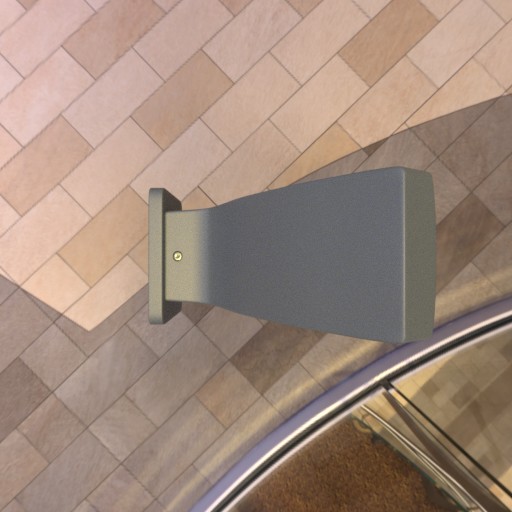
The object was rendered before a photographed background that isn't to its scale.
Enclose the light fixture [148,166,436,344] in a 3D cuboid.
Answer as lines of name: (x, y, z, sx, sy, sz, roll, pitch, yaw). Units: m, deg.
light fixture: (0.000, 0.000, 0.320, 0.174, 0.243, 0.108, 0, 90, -1)
